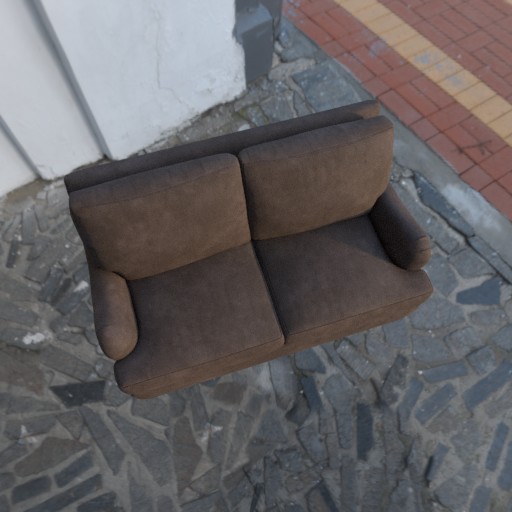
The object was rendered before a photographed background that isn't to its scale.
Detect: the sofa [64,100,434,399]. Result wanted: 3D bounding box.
[{"bbox_3d":[0.000,0.000,2.588,1.853,1.101,1.084,-16,65,-8],"label":"sofa"}]
